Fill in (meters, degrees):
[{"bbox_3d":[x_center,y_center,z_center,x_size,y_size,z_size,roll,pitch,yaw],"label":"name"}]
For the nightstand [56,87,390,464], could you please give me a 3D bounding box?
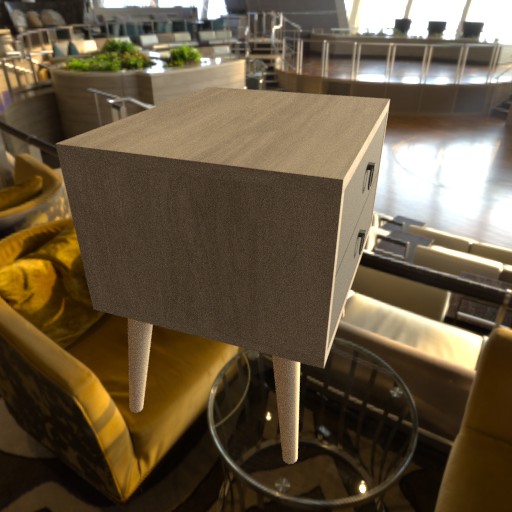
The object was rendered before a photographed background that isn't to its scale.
[{"bbox_3d":[0.000,0.000,0.818,0.380,0.500,0.450,11,32,18],"label":"nightstand"}]
